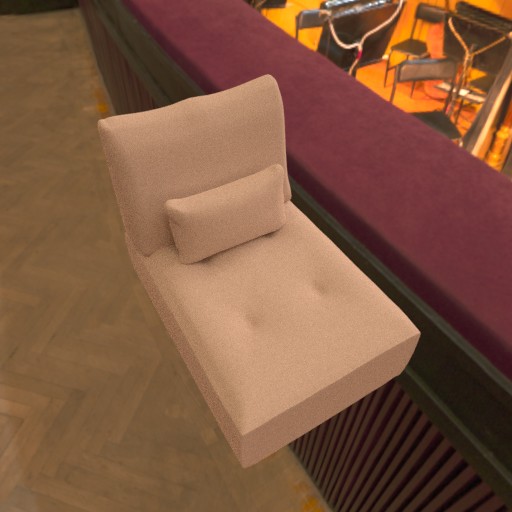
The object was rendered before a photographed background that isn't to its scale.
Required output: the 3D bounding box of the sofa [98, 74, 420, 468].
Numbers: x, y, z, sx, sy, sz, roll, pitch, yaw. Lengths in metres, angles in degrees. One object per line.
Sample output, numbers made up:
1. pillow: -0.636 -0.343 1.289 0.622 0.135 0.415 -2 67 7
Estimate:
1. sofa: 0.000 0.000 1.570 0.700 0.820 1.000 -23 51 -21
